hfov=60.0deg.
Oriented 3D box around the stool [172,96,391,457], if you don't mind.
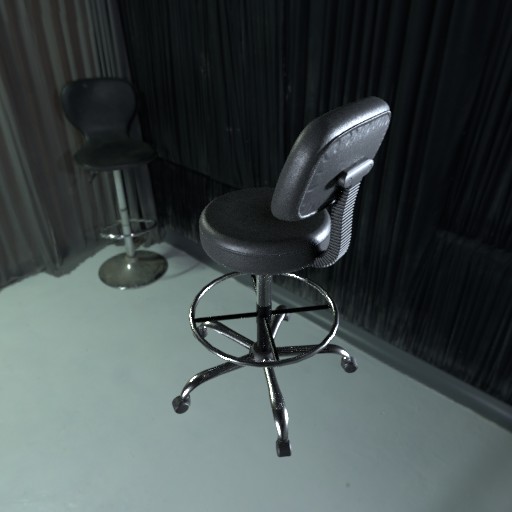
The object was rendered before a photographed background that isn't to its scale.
[{"bbox_3d":[0.000,0.000,1.467,0.658,1.069,0.694,23,39,31],"label":"stool"}]
